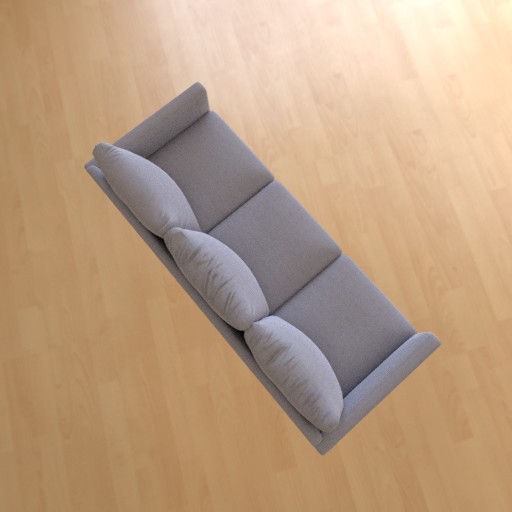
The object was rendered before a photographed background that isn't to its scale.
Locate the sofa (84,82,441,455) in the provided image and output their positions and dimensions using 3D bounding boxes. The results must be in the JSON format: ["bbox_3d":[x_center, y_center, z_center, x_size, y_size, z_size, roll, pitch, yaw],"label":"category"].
[{"bbox_3d":[0.000,0.000,2.519,0.850,0.830,2.000,-40,80,-8],"label":"sofa"}]
